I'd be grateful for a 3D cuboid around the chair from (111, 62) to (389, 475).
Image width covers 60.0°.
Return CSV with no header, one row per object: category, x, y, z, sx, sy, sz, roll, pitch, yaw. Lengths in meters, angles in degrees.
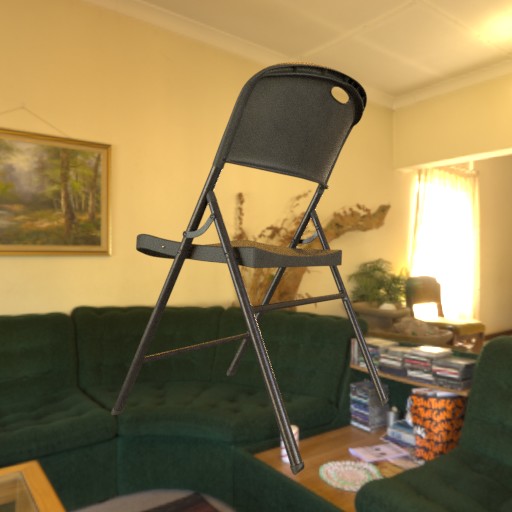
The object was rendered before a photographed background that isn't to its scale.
chair,0.000,0.000,1.168,0.566,0.810,0.494,0,0,36
